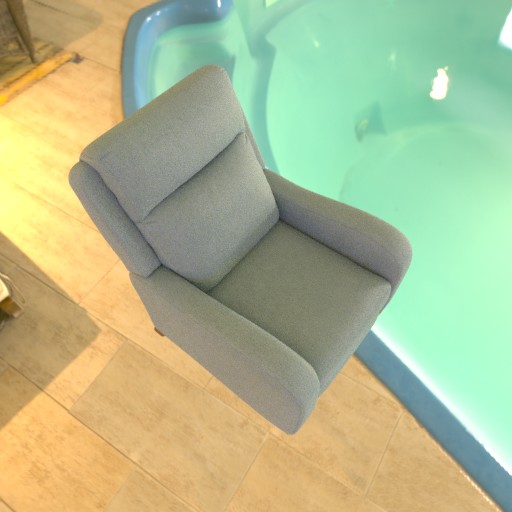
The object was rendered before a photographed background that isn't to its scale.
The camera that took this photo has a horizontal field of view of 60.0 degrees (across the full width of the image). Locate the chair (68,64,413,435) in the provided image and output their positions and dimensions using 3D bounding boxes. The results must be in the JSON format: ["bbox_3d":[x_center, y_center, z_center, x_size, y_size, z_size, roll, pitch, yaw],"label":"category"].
[{"bbox_3d":[0.000,0.000,1.731,0.988,1.067,0.785,33,62,20],"label":"chair"}]
